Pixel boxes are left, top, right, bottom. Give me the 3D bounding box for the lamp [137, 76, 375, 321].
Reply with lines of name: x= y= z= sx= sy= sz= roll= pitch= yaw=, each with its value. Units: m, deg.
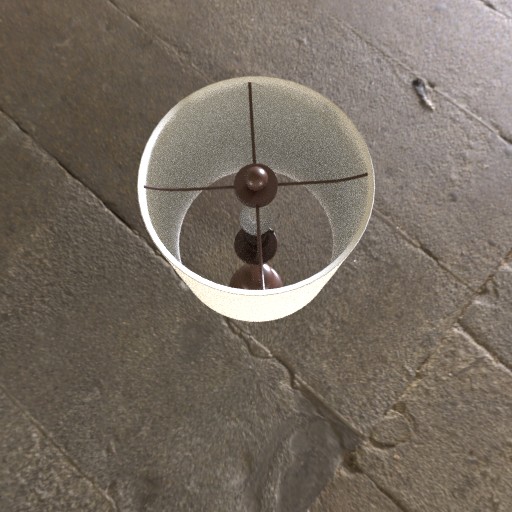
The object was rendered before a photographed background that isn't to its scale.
lamp: x=0.000 y=0.000 z=0.795 sx=0.254 sy=0.690 sz=0.254 roll=-3 pitch=76 yaw=-1
